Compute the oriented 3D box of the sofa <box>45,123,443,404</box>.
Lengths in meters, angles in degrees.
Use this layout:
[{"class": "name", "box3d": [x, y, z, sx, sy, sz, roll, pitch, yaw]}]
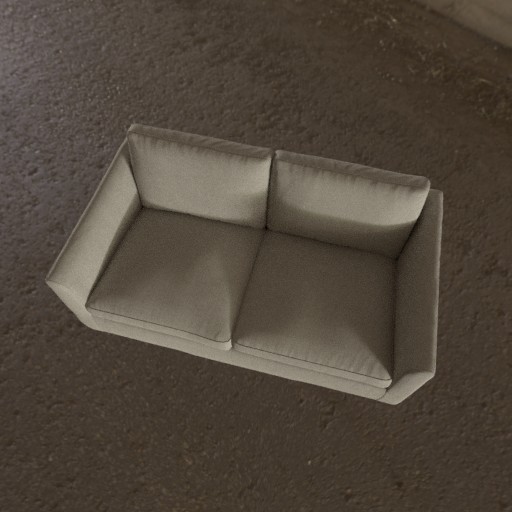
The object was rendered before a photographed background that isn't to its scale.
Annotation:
[{"class": "sofa", "box3d": [0.000, 0.000, 2.516, 1.905, 0.839, 1.091, 12, 59, 7]}]
